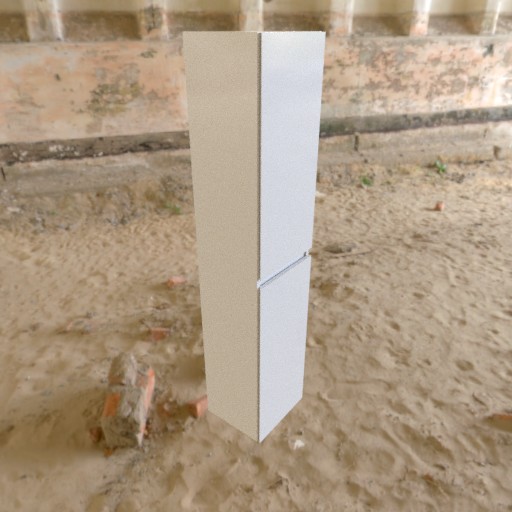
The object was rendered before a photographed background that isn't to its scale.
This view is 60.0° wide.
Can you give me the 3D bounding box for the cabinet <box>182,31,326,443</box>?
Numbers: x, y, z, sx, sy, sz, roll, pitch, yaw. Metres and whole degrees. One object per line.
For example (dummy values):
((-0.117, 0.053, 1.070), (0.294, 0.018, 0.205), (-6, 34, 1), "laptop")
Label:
((0.000, 0.000, 1.549), (0.270, 1.400, 0.300), (20, 33, 33), "cabinet")
